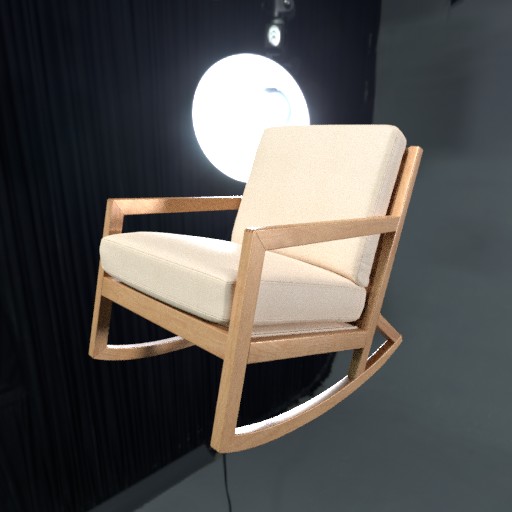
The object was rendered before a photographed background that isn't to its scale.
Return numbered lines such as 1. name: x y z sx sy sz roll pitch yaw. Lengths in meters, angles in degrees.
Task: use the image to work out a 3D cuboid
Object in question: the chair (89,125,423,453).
1. chair: 0.000 0.000 1.386 0.622 0.790 0.857 15 22 43
